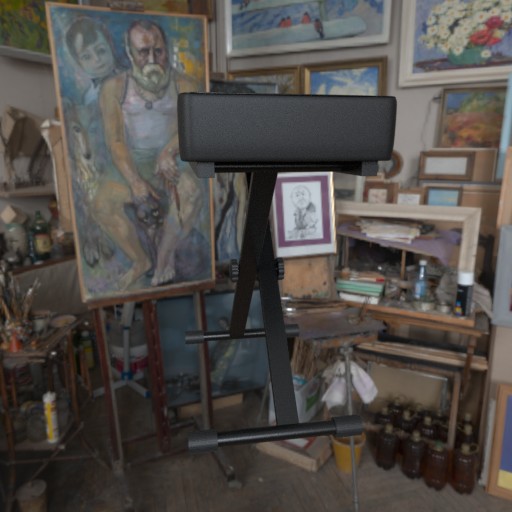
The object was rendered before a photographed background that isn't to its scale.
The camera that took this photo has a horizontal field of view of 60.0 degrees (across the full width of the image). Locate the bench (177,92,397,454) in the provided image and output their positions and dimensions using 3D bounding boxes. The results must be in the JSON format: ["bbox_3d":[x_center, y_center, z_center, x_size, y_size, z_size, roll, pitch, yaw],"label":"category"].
[{"bbox_3d":[0.000,0.000,0.908,0.300,0.561,0.600,-2,14,-9],"label":"bench"}]
